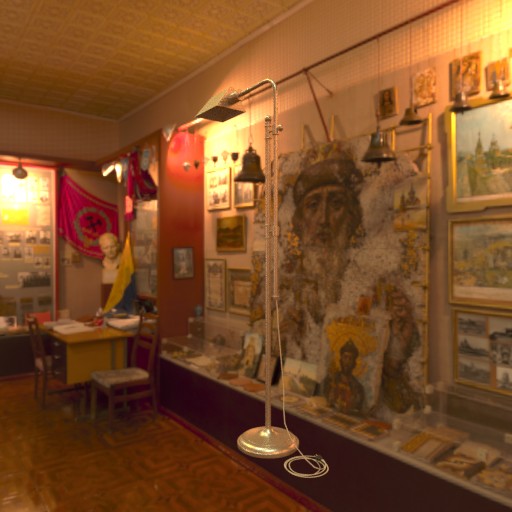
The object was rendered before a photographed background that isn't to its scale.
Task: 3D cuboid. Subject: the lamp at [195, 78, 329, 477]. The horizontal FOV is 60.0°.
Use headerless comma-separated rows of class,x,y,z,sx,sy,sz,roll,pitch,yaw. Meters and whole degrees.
lamp,0.000,0.000,1.913,0.256,1.571,0.813,0,1,-36
